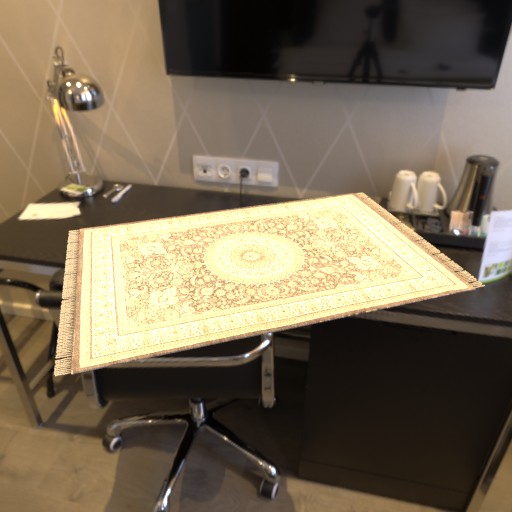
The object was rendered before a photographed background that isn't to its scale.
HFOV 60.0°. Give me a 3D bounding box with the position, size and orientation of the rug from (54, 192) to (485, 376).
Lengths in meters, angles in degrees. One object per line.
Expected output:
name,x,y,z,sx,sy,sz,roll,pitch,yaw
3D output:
rug,0.000,0.000,4.186,3.422,0.015,2.143,-9,32,-15
